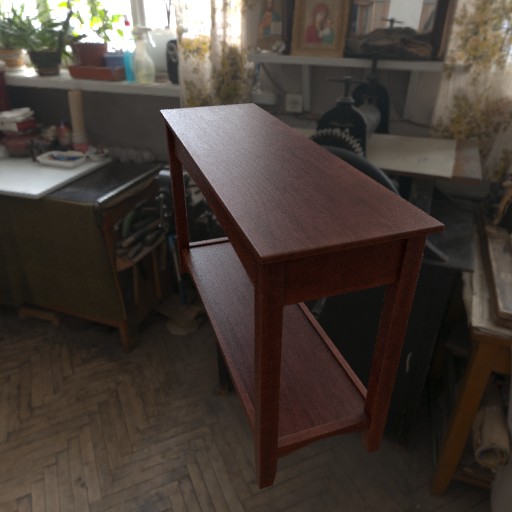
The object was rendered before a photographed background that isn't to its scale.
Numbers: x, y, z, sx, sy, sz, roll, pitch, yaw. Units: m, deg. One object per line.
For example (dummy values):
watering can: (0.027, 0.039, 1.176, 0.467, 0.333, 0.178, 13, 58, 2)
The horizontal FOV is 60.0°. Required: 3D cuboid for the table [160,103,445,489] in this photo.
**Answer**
table: (0.000, 0.000, 1.498, 0.392, 0.739, 1.188, -10, 32, -16)
